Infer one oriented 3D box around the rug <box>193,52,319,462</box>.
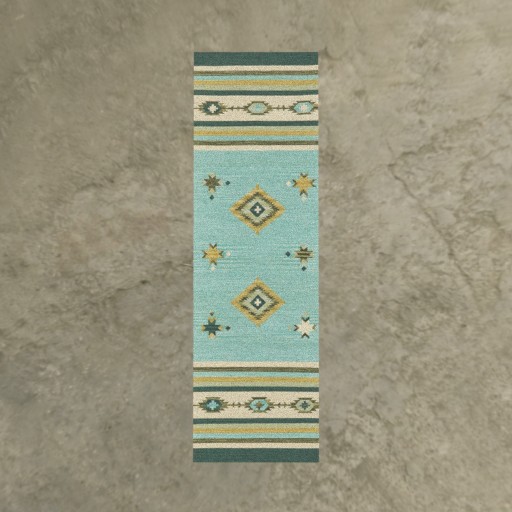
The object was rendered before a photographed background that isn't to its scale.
[{"bbox_3d":[0.000,0.000,2.640,0.744,0.010,2.441,0,89,0],"label":"rug"}]
